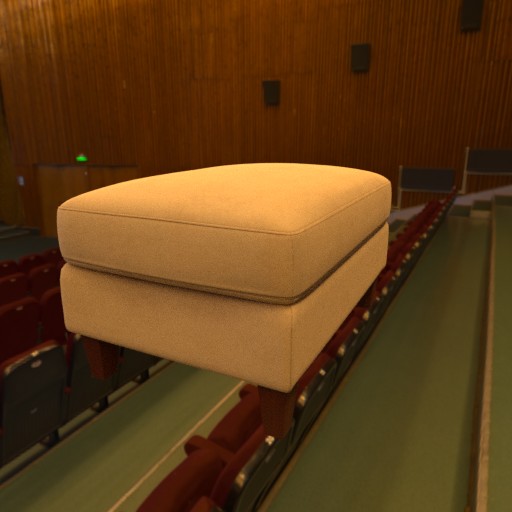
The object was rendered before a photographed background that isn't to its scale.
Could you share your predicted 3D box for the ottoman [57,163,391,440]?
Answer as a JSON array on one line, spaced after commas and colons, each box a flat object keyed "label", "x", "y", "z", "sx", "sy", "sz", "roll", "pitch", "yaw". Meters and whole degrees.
[{"label": "ottoman", "x": 0.000, "y": 0.000, "z": 1.238, "sx": 0.584, "sy": 0.483, "sz": 0.864, "roll": 8, "pitch": 18, "yaw": 26}]
